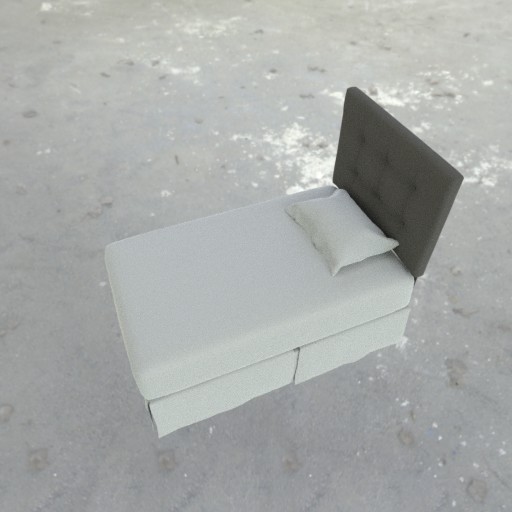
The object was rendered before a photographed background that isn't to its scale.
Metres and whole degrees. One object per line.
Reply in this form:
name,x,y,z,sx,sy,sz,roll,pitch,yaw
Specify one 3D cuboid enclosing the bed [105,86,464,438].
bed,0.000,0.000,3.043,1.997,1.571,1.261,-17,49,-15
